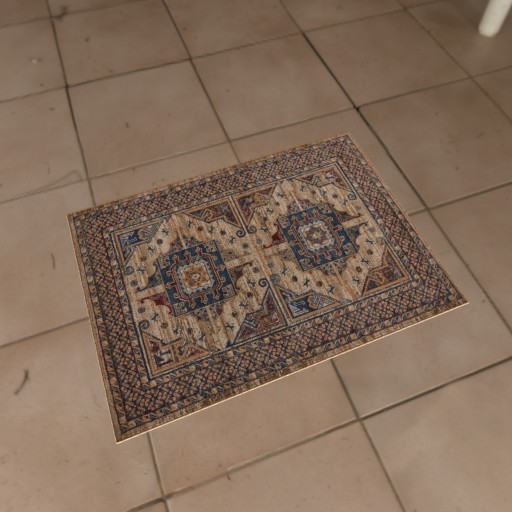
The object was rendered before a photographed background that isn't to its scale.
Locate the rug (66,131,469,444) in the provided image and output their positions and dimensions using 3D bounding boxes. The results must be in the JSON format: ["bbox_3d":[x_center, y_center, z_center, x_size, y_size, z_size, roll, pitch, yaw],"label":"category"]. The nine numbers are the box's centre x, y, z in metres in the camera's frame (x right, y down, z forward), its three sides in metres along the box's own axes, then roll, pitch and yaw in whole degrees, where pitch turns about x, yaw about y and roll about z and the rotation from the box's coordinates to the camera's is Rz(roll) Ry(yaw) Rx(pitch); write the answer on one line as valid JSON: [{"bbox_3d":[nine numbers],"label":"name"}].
[{"bbox_3d":[0.000,0.000,2.939,2.227,0.008,1.611,-19,61,-11],"label":"rug"}]
